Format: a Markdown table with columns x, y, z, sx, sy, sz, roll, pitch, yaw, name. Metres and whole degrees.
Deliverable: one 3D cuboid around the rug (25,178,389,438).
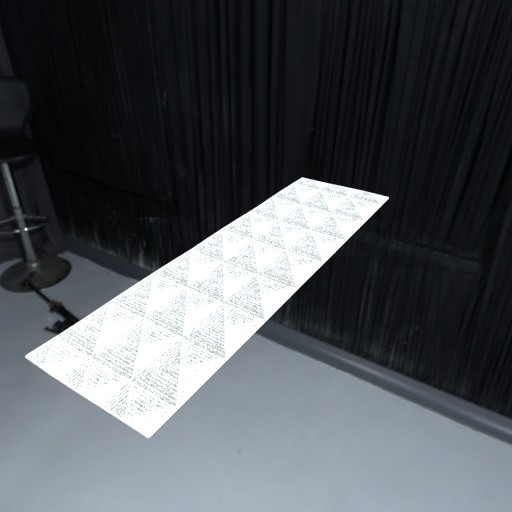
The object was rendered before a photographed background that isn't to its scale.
| x | y | z | sx | sy | sz | roll | pitch | yaw | name |
| --- | --- | --- | --- | --- | --- | --- | --- | --- | --- |
| 0.000 | 0.000 | 2.286 | 0.645 | 0.015 | 2.182 | 19 | 36 | 28 | rug |
